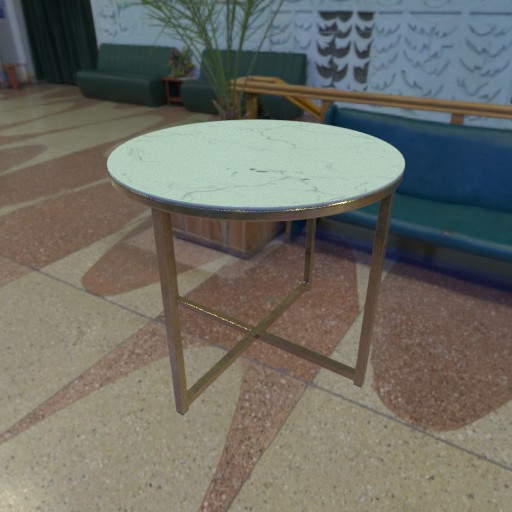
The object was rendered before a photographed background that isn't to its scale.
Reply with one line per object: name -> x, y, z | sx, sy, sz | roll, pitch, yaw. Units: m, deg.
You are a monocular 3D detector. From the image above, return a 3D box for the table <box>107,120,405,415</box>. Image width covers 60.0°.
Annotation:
table -> 0.000, 0.000, 0.876 | 0.500, 0.420, 0.500 | 0, 29, 0
